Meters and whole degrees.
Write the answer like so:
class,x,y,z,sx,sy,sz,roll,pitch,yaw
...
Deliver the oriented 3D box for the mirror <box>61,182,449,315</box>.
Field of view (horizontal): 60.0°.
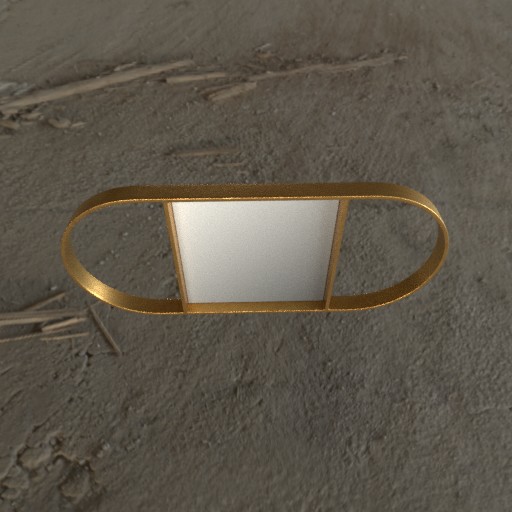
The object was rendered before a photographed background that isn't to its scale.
class,x,y,z,sx,sy,sz,roll,pitch,yaw
mirror,0.000,0.000,0.691,0.584,0.254,0.032,-1,46,-1
